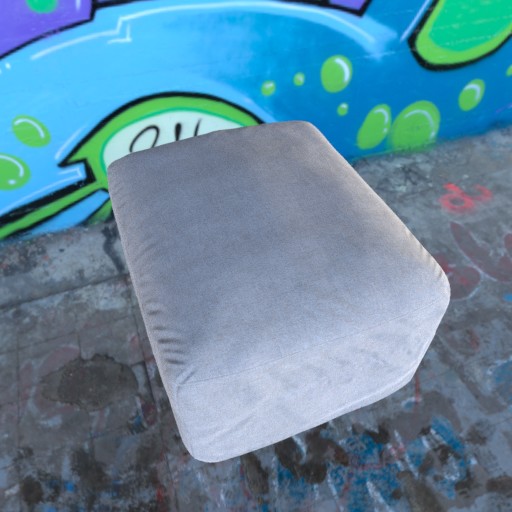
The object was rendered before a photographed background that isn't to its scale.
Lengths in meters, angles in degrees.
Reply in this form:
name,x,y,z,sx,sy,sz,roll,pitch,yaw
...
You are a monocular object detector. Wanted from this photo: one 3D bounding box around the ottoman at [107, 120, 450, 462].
name,x,y,z,sx,sy,sz,roll,pitch,yaw
ottoman,0.000,0.000,1.249,0.683,0.481,0.837,-16,49,-15
